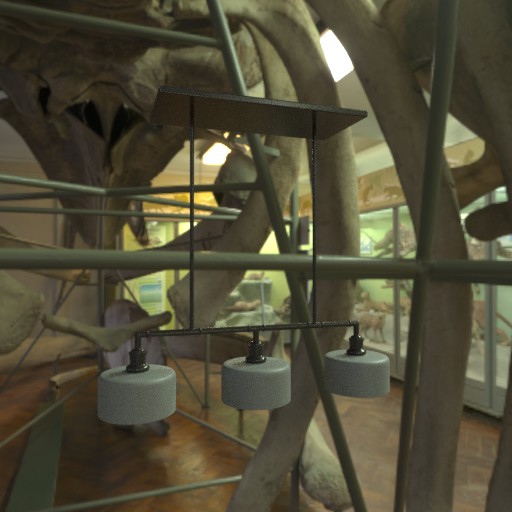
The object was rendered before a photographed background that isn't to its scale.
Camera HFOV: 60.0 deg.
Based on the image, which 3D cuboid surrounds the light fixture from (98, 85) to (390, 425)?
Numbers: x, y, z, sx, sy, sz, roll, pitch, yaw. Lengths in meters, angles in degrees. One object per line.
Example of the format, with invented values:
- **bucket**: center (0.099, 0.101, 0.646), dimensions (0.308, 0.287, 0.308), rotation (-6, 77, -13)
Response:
- **light fixture**: center (0.000, 0.000, 0.868), dimensions (0.582, 0.557, 0.177), rotation (0, -1, -19)
